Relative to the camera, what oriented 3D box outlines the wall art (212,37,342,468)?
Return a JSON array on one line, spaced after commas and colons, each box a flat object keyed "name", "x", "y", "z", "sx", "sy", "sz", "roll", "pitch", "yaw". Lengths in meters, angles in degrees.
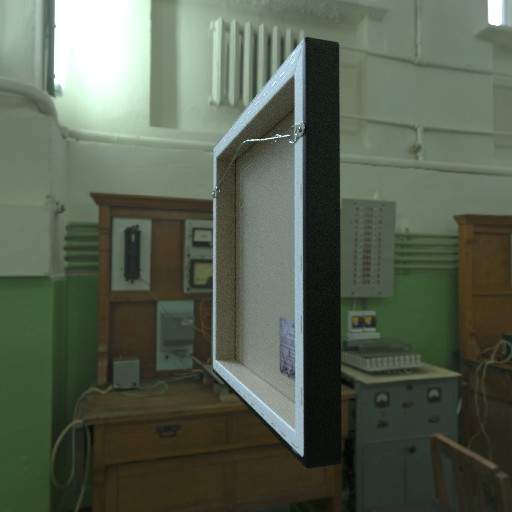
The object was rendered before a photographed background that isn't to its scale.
[{"name": "wall art", "x": 0.000, "y": 0.000, "z": 0.611, "sx": 0.041, "sy": 0.407, "sz": 0.406, "roll": 1, "pitch": -2, "yaw": -18}]
